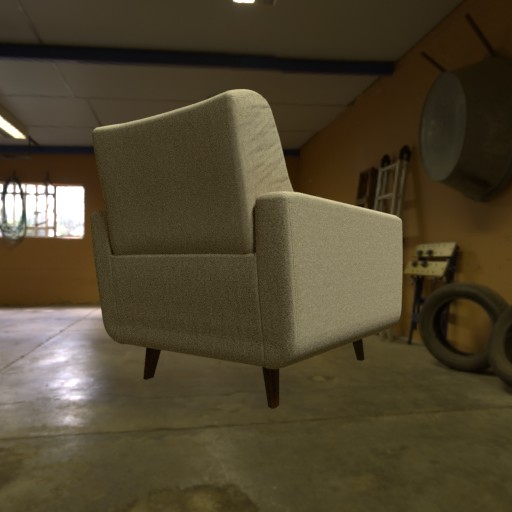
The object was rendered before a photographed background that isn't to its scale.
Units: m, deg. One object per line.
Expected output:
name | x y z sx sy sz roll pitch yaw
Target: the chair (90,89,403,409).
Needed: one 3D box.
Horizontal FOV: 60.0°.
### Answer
chair | 0.000 0.000 1.832 0.897 0.965 1.128 0 -1 35
